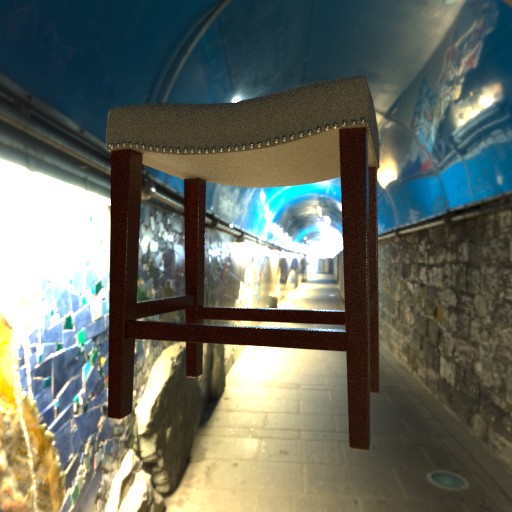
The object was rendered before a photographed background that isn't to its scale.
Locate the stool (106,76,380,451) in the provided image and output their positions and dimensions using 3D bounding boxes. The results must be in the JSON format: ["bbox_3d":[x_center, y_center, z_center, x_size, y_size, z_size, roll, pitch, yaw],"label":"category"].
[{"bbox_3d":[0.000,0.000,0.962,0.509,0.632,0.375,0,-1,18],"label":"stool"}]
